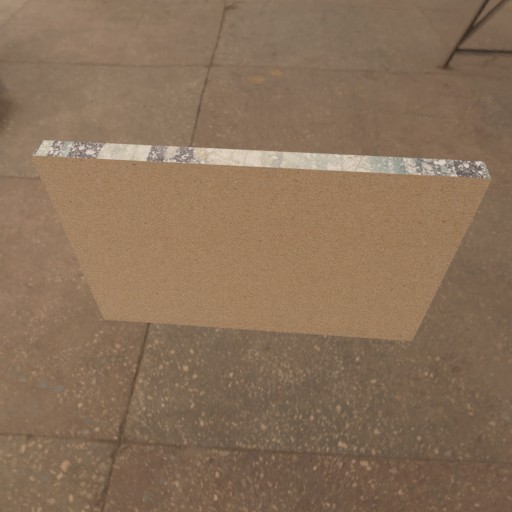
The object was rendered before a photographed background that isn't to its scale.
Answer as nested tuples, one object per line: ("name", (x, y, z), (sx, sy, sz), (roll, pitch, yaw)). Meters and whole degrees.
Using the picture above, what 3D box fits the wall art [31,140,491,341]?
("wall art", (0.000, 0.000, 0.752), (0.618, 0.398, 0.042), (4, 48, 3))
